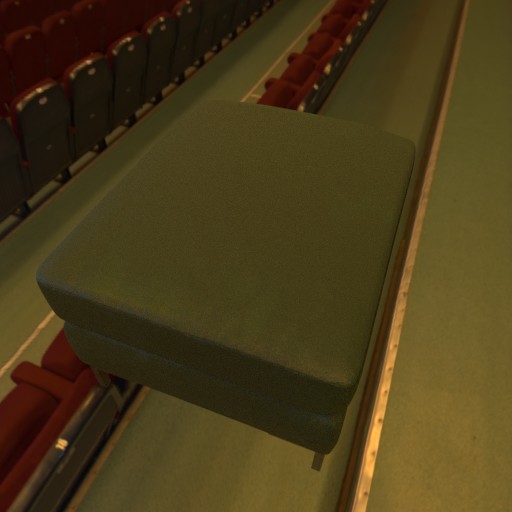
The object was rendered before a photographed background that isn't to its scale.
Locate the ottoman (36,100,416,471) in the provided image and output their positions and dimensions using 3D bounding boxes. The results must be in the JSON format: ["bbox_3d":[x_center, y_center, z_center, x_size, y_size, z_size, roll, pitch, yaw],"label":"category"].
[{"bbox_3d":[0.000,0.000,1.254,0.701,0.538,0.839,16,48,14],"label":"ottoman"}]
